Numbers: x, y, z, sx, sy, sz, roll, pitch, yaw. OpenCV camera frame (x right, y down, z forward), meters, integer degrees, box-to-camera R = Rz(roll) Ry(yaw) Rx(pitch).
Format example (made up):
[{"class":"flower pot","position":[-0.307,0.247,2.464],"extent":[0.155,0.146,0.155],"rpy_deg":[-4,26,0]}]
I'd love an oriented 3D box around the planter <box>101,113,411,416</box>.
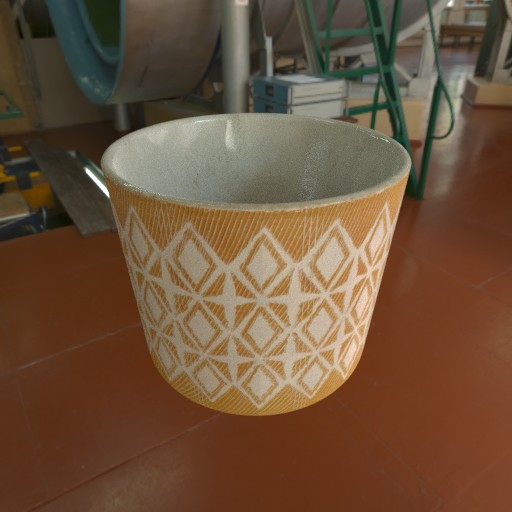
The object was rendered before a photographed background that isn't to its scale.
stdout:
[{"class":"planter","position":[0.000,0.000,0.329],"extent":[0.193,0.165,0.193],"rpy_deg":[0,30,0]}]
